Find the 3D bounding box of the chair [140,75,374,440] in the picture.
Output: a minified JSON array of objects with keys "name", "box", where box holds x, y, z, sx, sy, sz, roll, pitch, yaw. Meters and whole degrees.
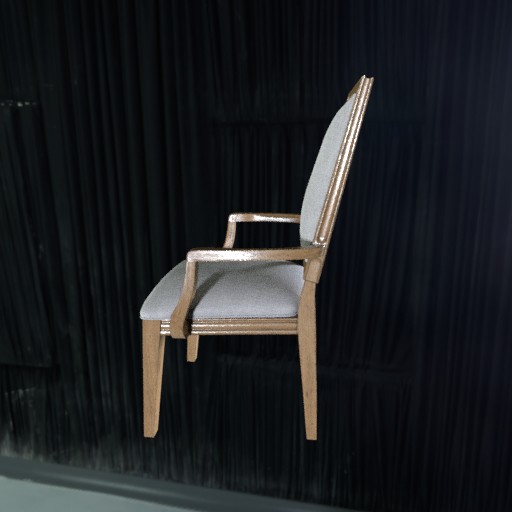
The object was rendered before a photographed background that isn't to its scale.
[{"name":"chair","box":[0.000,0.000,1.383,0.602,0.990,0.606,2,15,7]}]
